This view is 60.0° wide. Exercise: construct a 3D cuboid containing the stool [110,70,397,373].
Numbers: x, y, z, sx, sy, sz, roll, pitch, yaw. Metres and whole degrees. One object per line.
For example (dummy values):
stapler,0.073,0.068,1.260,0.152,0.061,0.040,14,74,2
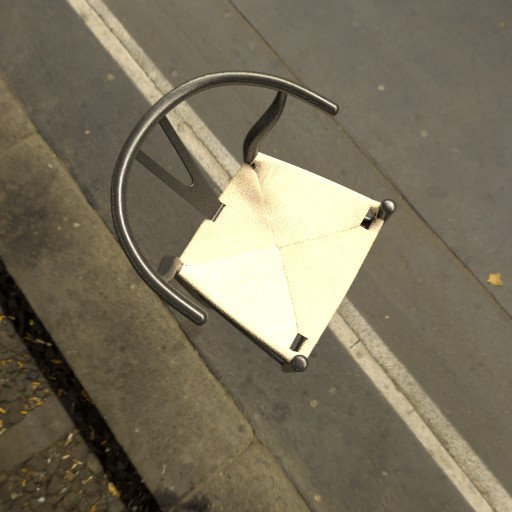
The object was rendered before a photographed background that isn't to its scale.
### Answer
stool,0.000,0.000,1.394,0.579,1.072,0.569,30,78,7
